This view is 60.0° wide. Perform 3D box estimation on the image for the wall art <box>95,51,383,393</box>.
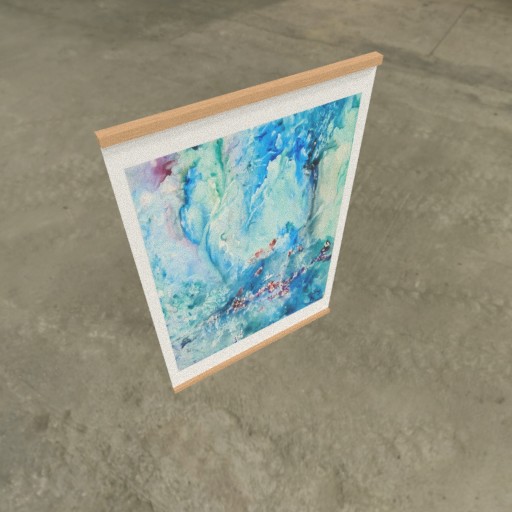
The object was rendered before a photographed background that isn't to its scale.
[{"bbox_3d":[0.000,0.000,0.773,0.401,0.611,0.016,-24,52,-20],"label":"wall art"}]
